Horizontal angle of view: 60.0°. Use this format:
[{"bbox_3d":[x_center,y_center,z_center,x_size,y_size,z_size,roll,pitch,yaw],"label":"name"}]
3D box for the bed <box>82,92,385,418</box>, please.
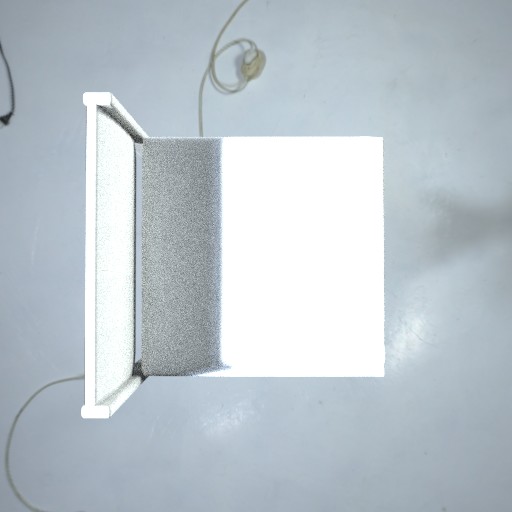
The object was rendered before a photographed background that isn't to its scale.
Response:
[{"bbox_3d":[0.000,0.000,3.630,2.280,1.470,2.140,0,89,0],"label":"bed"}]
